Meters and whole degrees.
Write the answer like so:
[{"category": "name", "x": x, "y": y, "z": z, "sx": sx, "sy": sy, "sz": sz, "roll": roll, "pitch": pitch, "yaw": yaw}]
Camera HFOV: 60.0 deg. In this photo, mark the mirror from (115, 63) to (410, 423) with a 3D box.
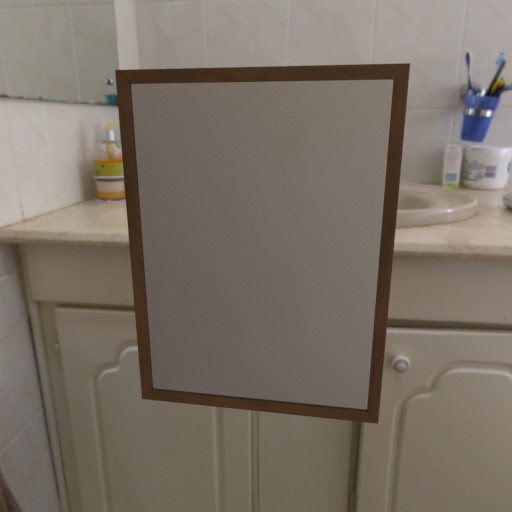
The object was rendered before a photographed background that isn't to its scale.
[{"category": "mirror", "x": 0.000, "y": 0.000, "z": 1.290, "sx": 0.762, "sy": 1.016, "sz": 0.040, "roll": 3, "pitch": 16, "yaw": 9}]
